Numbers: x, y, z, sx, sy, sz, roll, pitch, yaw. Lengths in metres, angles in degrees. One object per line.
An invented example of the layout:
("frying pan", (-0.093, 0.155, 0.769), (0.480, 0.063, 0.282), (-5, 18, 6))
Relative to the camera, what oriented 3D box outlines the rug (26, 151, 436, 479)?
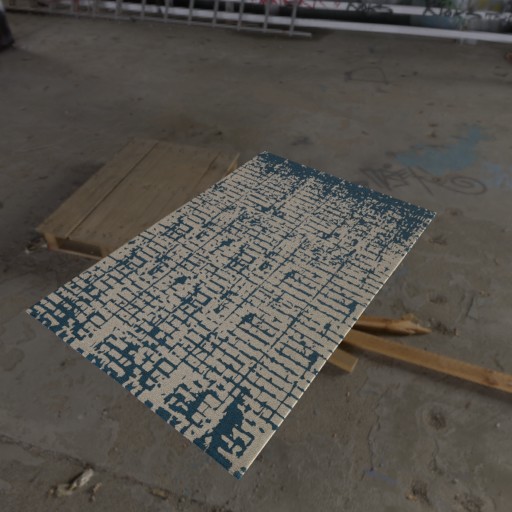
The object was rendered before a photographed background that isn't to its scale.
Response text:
("rug", (0.000, 0.000, 2.264), (1.220, 0.007, 1.828), (26, 48, 26))
